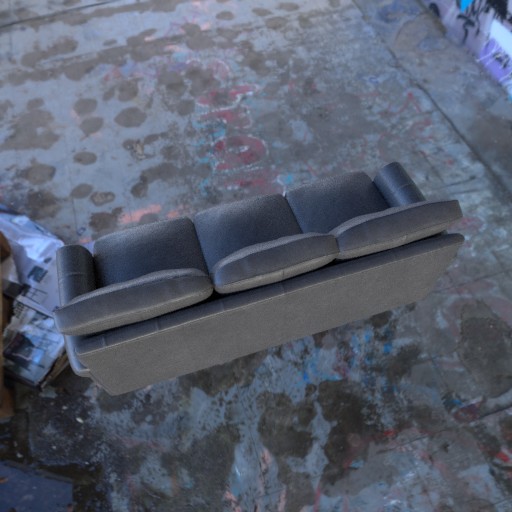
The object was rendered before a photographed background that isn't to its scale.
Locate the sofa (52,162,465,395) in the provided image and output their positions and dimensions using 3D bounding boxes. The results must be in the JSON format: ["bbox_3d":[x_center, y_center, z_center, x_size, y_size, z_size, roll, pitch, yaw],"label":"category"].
[{"bbox_3d":[0.000,0.000,2.824,2.387,0.977,0.974,-16,59,-10],"label":"sofa"}]
